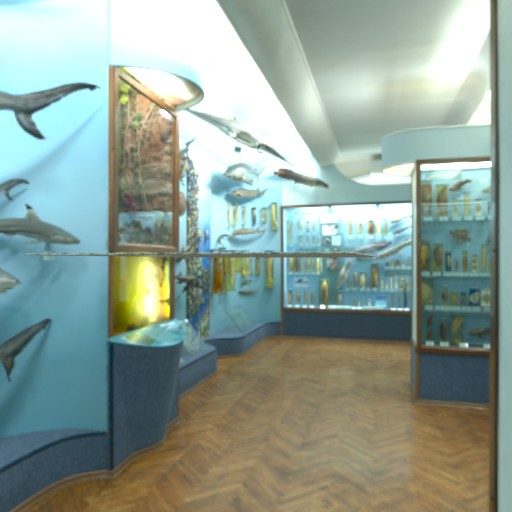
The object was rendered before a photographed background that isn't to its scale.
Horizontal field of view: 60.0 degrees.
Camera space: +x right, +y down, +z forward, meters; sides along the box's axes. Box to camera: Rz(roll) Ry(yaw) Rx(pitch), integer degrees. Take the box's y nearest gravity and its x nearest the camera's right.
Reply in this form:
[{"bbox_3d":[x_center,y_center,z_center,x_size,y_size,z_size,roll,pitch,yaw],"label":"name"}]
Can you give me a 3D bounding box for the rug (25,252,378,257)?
[{"bbox_3d":[0.000,0.000,2.042,1.035,0.006,1.652,0,0,17],"label":"rug"}]
